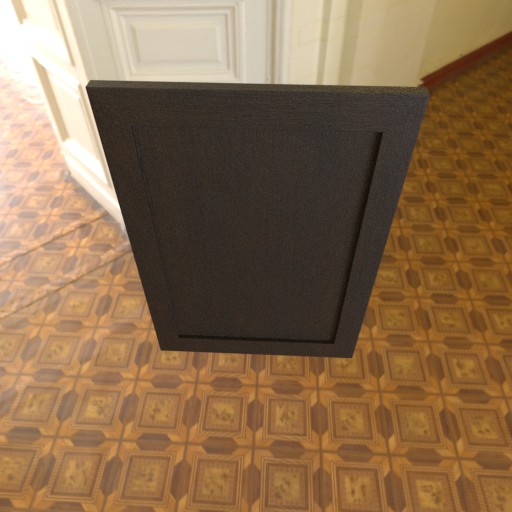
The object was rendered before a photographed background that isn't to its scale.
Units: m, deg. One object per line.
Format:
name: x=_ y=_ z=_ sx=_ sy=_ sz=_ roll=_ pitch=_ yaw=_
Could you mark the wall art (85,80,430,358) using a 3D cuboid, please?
wall art: x=0.000 y=0.000 z=0.651 sx=0.359 sy=0.513 sz=0.017 roll=2 pitch=46 yaw=2
